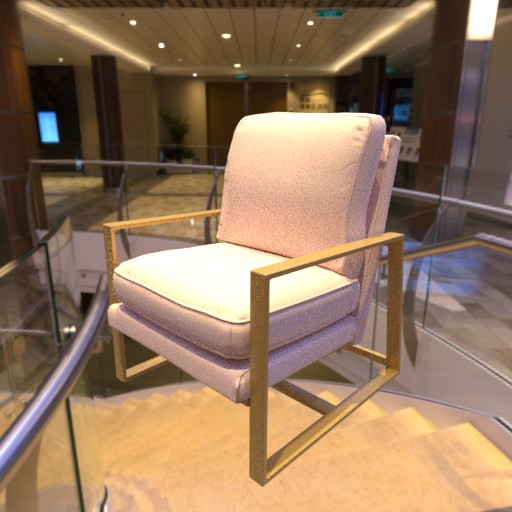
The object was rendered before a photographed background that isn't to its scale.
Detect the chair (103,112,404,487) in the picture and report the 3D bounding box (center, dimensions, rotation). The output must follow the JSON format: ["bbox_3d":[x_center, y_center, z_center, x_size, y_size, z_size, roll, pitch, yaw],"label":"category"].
[{"bbox_3d":[0.000,0.000,1.532,0.758,0.956,0.813,16,23,42],"label":"chair"}]
